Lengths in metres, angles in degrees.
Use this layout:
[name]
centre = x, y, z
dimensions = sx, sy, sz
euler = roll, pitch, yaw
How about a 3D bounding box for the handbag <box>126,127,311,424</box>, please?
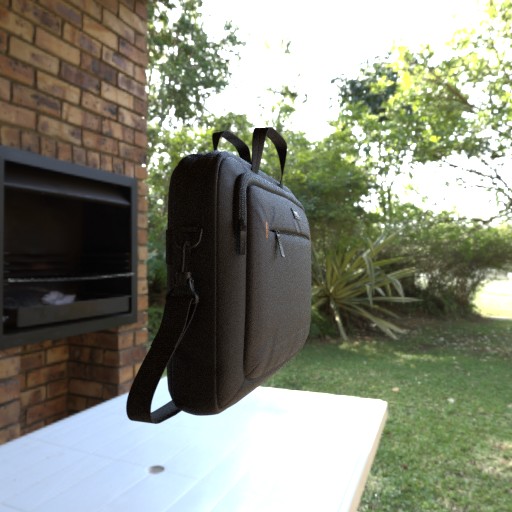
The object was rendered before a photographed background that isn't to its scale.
[handbag]
centre = 0.000, 0.000, 0.437
dimensions = 0.089, 0.244, 0.320
euler = 0, -1, 18
